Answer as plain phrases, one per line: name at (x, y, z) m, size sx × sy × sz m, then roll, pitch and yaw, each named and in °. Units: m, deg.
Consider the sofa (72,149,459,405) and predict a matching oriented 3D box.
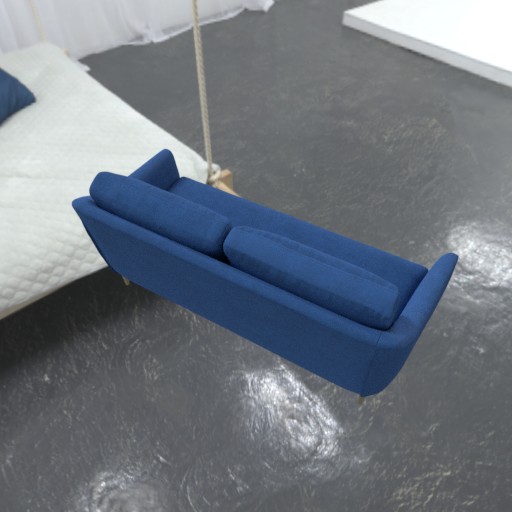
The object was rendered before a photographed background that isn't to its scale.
sofa at (0.000, 0.000, 2.588) m, size 2.036 × 0.903 × 0.960 m, roll 23°, pitch 50°, yaw 21°
